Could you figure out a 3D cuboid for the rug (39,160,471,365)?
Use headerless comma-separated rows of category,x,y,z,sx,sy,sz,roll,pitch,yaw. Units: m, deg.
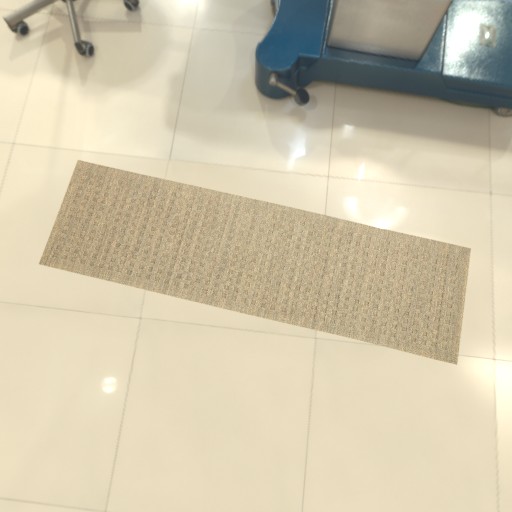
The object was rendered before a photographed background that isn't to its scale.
rug,0.000,0.000,2.593,2.437,0.005,0.688,13,76,3
